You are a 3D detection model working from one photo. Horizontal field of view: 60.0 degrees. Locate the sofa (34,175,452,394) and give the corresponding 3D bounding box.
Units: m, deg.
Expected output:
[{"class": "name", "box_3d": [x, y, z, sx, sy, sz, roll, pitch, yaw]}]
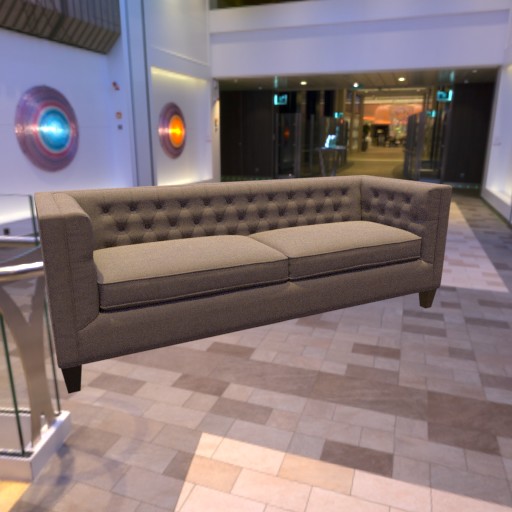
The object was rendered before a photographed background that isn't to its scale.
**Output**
[{"class": "sofa", "box_3d": [0.000, 0.000, 2.502, 2.159, 0.762, 0.775, -8, 17, -26]}]
